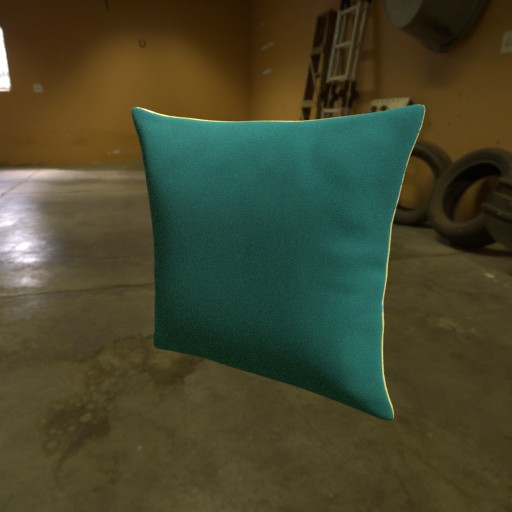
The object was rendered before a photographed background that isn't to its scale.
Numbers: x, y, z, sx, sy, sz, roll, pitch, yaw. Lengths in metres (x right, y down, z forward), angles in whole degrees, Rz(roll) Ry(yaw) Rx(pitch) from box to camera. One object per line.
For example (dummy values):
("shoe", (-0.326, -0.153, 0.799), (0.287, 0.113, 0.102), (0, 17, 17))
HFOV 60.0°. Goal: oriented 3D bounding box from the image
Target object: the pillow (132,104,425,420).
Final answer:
("pillow", (0.000, 0.000, 0.791), (0.525, 0.508, 0.166), (9, 20, 27))
